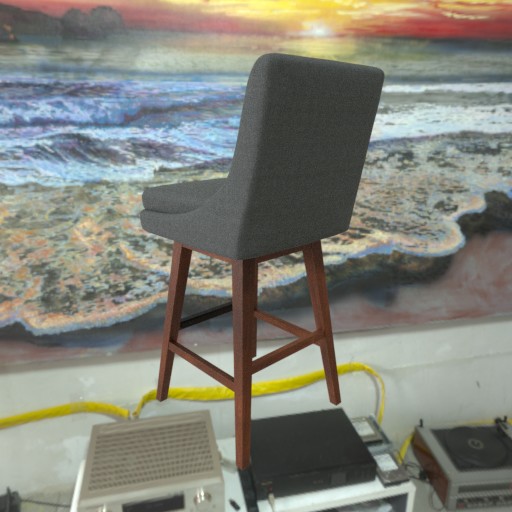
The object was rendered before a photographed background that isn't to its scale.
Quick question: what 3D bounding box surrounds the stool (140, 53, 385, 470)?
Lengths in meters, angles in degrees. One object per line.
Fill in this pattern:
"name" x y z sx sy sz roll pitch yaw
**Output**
"stool" 0.000 0.000 1.249 0.447 0.977 0.524 -15 23 -41
